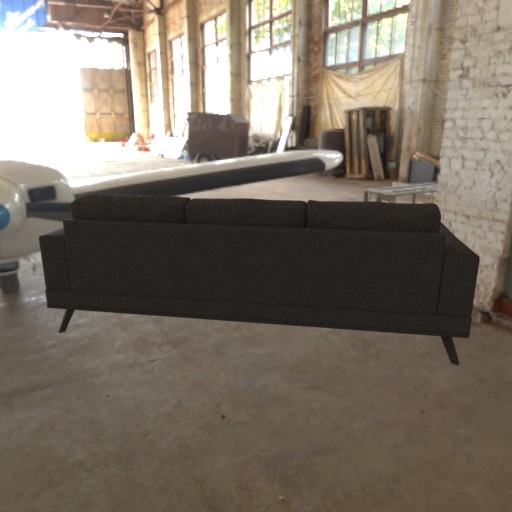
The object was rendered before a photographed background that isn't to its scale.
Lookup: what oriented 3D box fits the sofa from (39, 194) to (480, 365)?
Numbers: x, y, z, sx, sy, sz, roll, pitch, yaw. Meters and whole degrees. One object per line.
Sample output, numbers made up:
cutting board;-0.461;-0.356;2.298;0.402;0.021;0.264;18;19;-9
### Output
sofa;0.000;0.000;2.735;2.310;0.810;0.920;3;17;9
